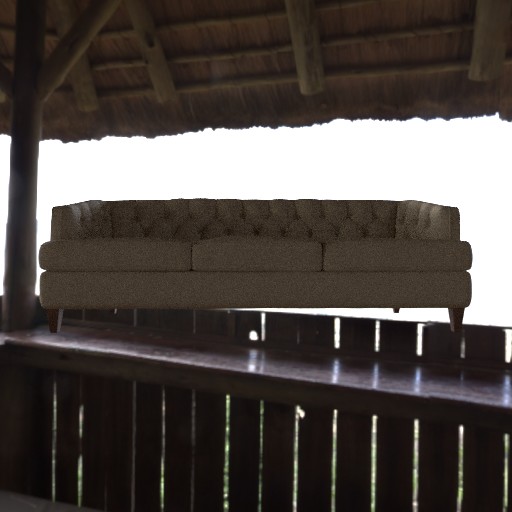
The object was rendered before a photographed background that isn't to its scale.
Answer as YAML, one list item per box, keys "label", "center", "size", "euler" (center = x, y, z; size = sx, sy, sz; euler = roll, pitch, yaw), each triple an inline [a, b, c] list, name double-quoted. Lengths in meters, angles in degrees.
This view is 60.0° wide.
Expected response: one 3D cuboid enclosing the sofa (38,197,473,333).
- label: "sofa"
  center: [0.000, 0.000, 2.683]
  size: [2.235, 0.788, 0.913]
  euler: [0, 0, -1]
